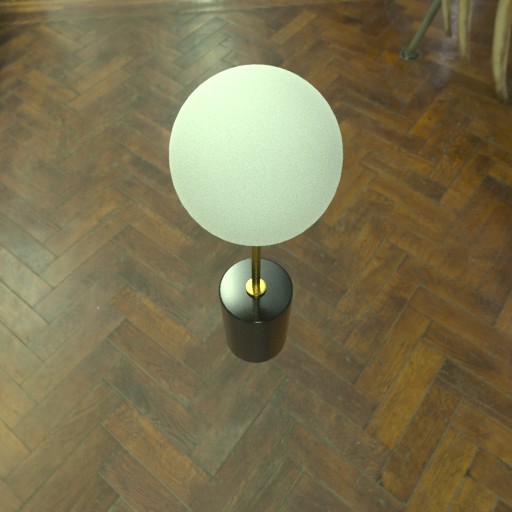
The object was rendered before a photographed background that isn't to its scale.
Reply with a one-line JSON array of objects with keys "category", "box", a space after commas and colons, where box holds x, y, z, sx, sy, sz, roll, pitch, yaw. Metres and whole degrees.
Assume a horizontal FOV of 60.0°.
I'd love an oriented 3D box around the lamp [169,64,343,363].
[{"category": "lamp", "box": [0.000, 0.000, 0.534, 0.153, 0.480, 0.153, 0, 58, 0]}]
